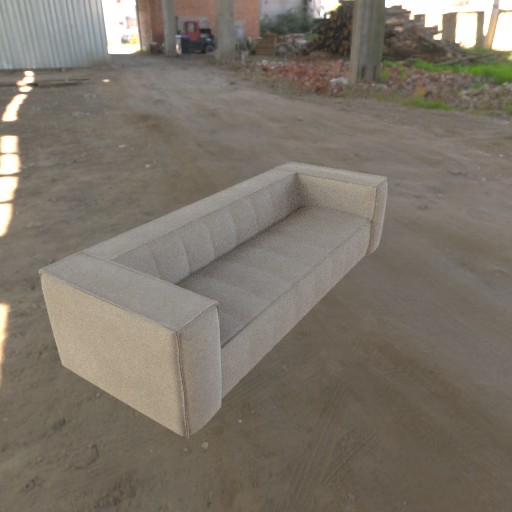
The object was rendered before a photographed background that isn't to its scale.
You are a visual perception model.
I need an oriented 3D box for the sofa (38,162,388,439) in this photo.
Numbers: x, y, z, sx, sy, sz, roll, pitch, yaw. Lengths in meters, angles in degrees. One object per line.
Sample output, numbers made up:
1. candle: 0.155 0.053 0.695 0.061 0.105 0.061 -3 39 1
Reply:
1. sofa: 0.000 0.000 3.180 1.038 0.680 2.697 16 31 30
